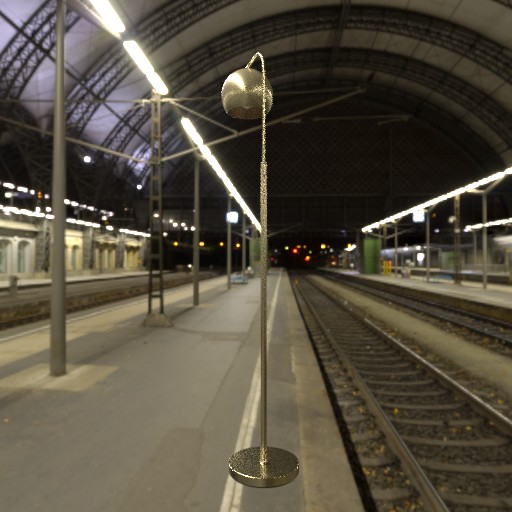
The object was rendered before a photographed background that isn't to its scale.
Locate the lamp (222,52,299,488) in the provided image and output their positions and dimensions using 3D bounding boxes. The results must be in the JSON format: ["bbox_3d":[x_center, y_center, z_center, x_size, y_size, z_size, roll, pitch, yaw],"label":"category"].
[{"bbox_3d":[0.000,0.000,1.667,0.250,1.526,0.431,0,-1,-18],"label":"lamp"}]
